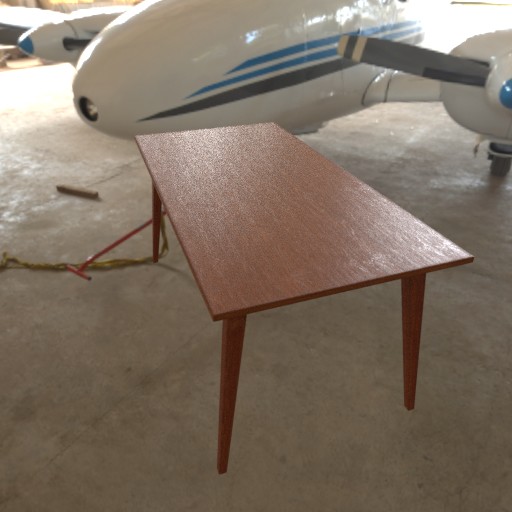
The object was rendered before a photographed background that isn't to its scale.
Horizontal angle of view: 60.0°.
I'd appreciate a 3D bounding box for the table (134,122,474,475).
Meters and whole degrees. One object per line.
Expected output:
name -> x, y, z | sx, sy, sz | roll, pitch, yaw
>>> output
table -> 0.000, 0.000, 2.048 | 0.811, 0.755, 1.609 | -11, 33, -17
